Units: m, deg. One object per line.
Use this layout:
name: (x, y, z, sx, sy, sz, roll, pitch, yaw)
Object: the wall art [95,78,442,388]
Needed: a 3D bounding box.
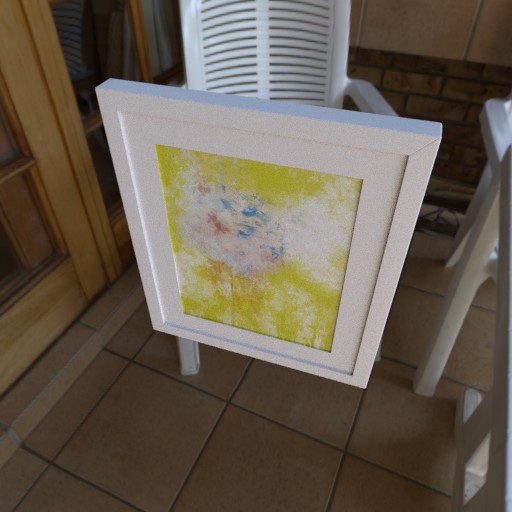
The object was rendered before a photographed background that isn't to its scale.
wall art: (0.000, 0.000, 0.540, 0.331, 0.381, 0.028, 13, 43, 14)
